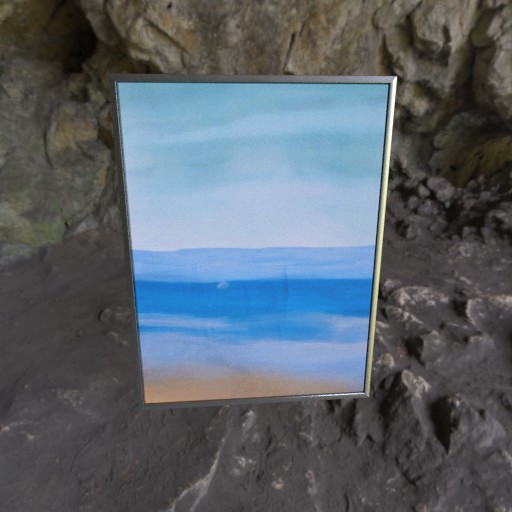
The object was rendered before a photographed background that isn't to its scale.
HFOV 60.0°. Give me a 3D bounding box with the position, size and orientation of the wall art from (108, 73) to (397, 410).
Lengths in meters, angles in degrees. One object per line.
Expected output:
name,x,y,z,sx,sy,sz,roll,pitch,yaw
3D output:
wall art,0.000,0.000,1.403,0.803,1.062,0.041,-2,17,-5
